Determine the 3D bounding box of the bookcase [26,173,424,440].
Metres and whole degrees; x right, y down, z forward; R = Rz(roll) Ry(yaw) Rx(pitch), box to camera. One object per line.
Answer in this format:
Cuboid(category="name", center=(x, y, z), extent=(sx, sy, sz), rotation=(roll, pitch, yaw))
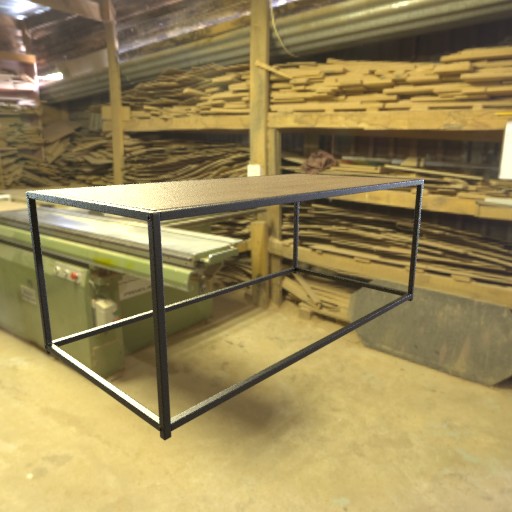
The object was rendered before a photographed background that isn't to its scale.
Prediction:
Cuboid(category="bookcase", center=(0.000, 0.000, 1.242), extent=(0.500, 0.400, 1.000), rotation=(12, 18, 42))
